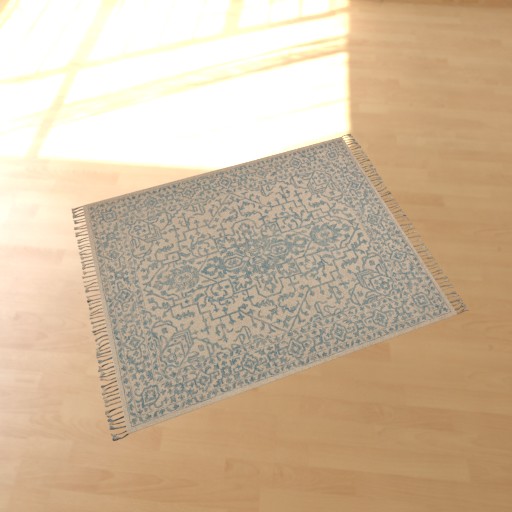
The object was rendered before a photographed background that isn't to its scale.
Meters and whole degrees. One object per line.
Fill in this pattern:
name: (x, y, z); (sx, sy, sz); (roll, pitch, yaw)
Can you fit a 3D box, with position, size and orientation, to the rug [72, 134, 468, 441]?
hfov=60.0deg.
rug: (0.000, 0.000, 4.390); (3.327, 0.010, 2.464); (-17, 60, -10)
